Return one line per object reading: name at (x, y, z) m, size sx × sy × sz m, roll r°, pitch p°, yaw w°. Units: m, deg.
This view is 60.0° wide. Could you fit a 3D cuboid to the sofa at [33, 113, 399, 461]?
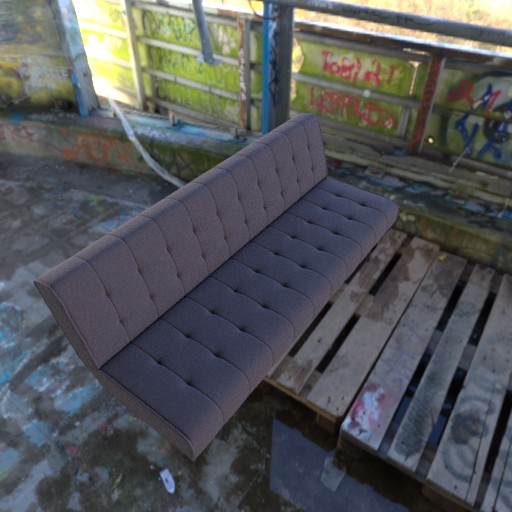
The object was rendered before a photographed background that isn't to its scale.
sofa at (0.000, 0.000, 2.096) m, size 0.747 × 0.699 × 1.703 m, roll 26°, pitch 47°, yaw 27°
